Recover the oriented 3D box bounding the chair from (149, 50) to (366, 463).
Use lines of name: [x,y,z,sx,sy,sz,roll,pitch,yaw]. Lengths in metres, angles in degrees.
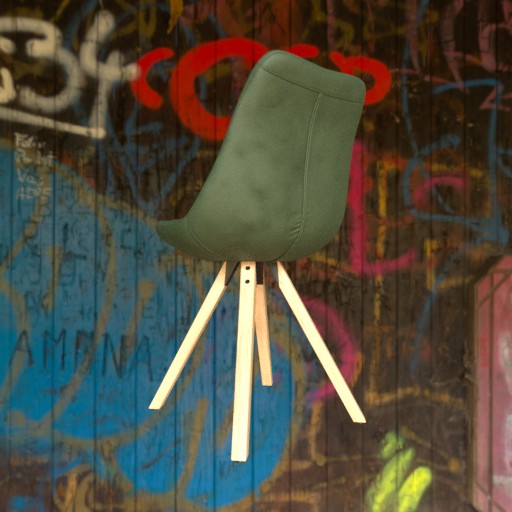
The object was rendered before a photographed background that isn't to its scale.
chair: [0.000,0.000,1.210,0.483,0.865,0.547,0,-1,-36]
